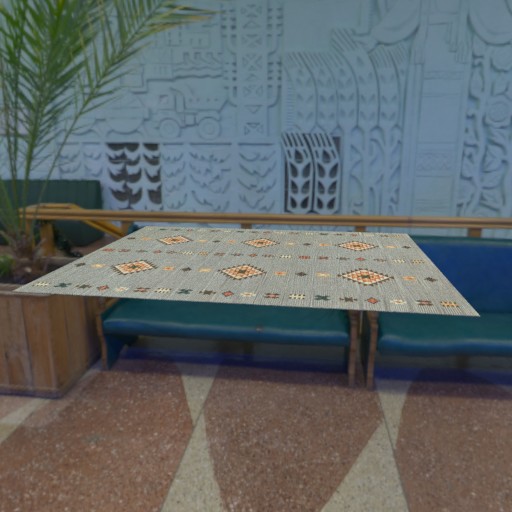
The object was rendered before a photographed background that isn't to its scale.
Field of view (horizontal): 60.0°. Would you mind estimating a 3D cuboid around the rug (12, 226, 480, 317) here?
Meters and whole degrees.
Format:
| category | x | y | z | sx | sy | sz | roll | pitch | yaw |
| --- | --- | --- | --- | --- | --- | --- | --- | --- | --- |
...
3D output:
| category | x | y | z | sx | sy | sz | roll | pitch | yaw |
| --- | --- | --- | --- | --- | --- | --- | --- | --- | --- |
| rug | 0.000 | 0.000 | 3.990 | 3.035 | 0.008 | 2.425 | 2 | 15 | 8 |
